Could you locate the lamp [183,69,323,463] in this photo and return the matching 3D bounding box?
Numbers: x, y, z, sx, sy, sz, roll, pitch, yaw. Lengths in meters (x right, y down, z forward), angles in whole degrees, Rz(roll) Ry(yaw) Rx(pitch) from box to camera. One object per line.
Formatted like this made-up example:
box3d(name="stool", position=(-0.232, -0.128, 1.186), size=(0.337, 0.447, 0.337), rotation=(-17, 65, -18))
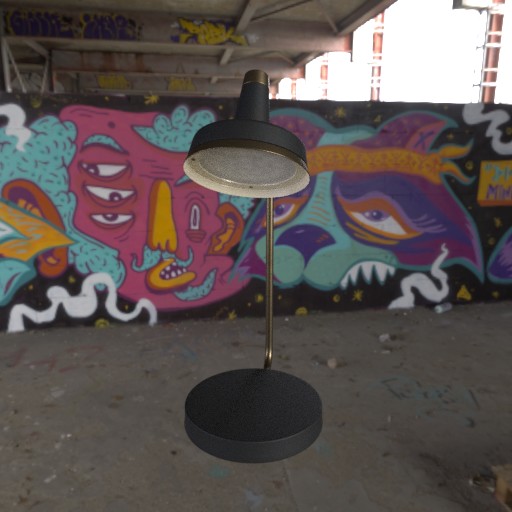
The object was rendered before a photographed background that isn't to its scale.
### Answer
box3d(name="lamp", position=(0.000, 0.000, 0.497), size=(0.162, 0.385, 0.218), rotation=(2, 13, 10))
